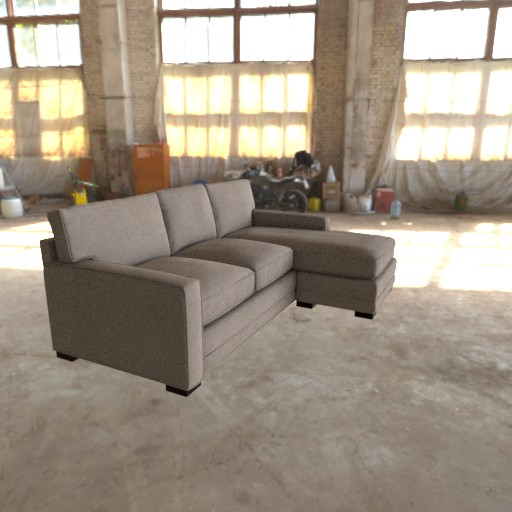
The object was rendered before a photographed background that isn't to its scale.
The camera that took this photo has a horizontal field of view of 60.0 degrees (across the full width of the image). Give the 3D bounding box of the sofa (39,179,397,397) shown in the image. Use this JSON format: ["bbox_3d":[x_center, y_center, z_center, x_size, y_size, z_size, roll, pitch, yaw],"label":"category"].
[{"bbox_3d":[0.000,0.000,2.938,1.496,0.861,2.087,7,16,26],"label":"sofa"}]
